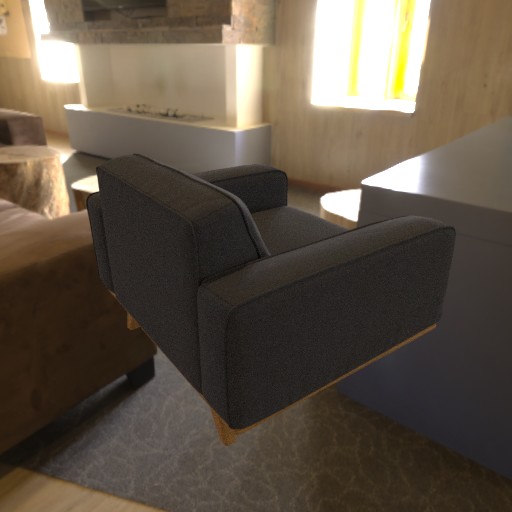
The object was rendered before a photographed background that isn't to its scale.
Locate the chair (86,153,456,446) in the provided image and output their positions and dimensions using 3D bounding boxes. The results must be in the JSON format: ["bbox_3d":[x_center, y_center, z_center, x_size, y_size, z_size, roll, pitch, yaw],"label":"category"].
[{"bbox_3d":[0.000,0.000,1.737,0.953,0.783,1.118,-17,30,-32],"label":"chair"}]
